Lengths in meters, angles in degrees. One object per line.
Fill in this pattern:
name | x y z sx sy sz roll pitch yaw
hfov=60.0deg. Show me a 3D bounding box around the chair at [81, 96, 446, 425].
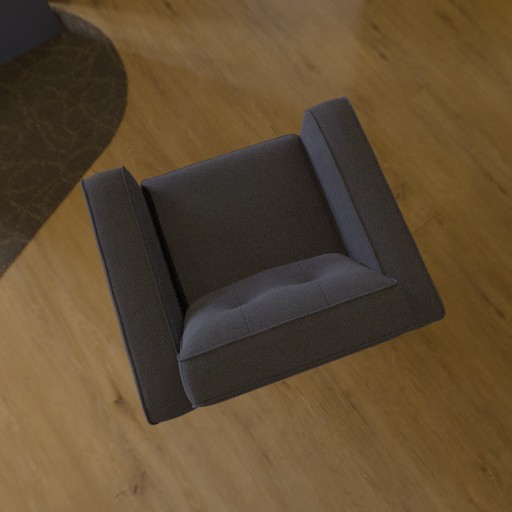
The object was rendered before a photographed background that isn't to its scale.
chair | 0.000 0.000 1.773 1.118 0.783 0.953 -19 76 -5
